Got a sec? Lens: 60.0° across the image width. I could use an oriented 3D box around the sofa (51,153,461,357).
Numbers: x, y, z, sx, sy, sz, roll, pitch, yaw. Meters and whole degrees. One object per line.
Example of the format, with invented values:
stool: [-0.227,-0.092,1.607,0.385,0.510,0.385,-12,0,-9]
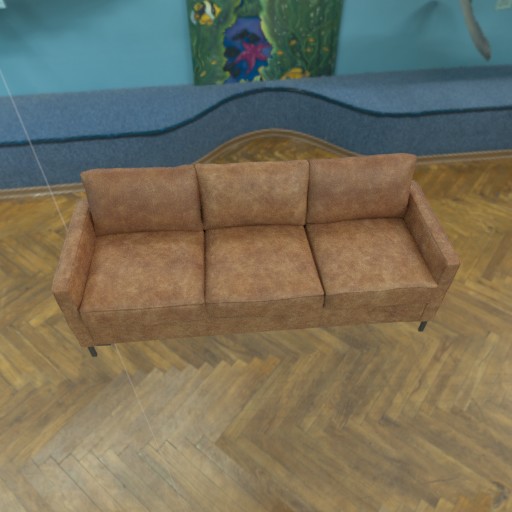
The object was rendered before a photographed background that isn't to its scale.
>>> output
sofa: [0.000,0.000,2.491,2.029,0.863,0.748,-4,46,-4]
